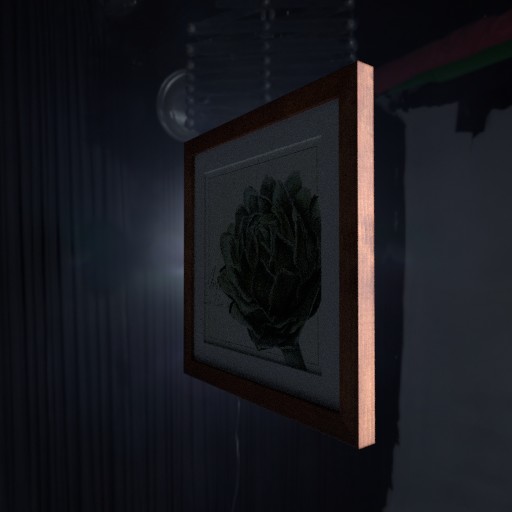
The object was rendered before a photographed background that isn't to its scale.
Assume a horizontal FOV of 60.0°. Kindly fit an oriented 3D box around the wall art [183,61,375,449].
[{"bbox_3d":[0.000,0.000,0.886,0.037,0.572,0.554,1,-1,-36],"label":"wall art"}]
